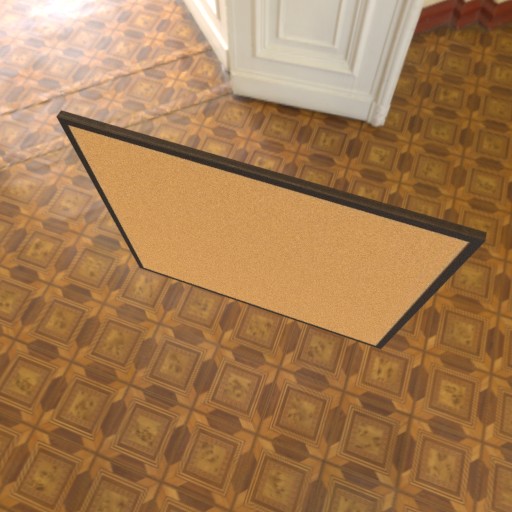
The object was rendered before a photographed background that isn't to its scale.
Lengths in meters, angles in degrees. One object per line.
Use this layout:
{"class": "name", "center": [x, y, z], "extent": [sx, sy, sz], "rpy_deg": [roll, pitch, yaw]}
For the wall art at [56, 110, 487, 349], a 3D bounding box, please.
{"class": "wall art", "center": [0.000, 0.000, 1.406], "extent": [1.033, 0.875, 0.023], "rpy_deg": [18, 65, 9]}
